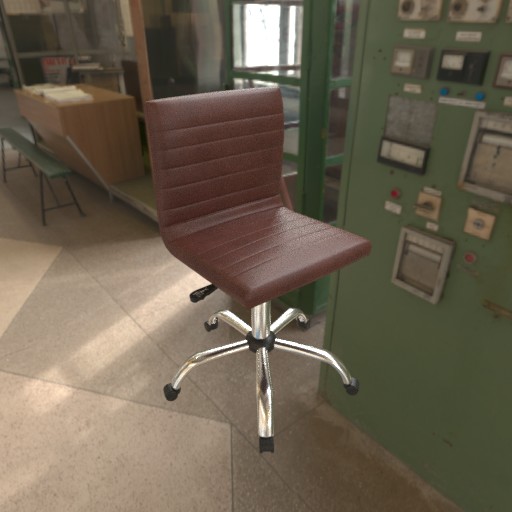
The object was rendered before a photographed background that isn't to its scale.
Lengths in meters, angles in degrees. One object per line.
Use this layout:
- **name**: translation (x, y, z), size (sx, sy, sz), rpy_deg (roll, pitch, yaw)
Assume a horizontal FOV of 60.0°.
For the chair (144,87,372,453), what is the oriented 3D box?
- **chair**: translation (0.000, 0.000, 1.159), size (0.556, 0.780, 0.530), rpy_deg (-20, 34, -33)
